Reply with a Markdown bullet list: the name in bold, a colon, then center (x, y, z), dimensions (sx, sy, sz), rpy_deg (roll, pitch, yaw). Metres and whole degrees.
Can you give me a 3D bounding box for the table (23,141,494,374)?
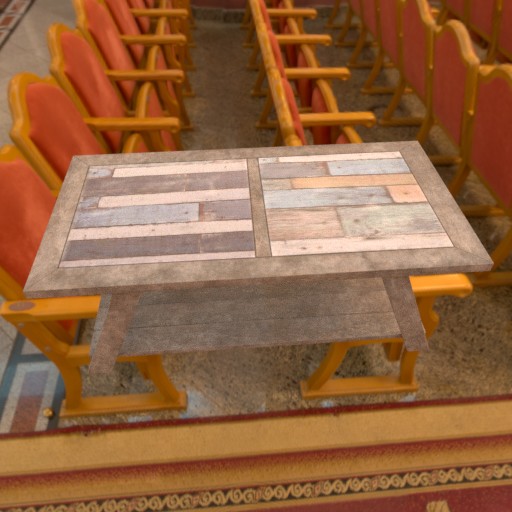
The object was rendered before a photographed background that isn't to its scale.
- **table**: center (0.000, 0.000, 1.522), dimensions (1.219, 0.470, 0.610), rpy_deg (-3, 46, -3)
